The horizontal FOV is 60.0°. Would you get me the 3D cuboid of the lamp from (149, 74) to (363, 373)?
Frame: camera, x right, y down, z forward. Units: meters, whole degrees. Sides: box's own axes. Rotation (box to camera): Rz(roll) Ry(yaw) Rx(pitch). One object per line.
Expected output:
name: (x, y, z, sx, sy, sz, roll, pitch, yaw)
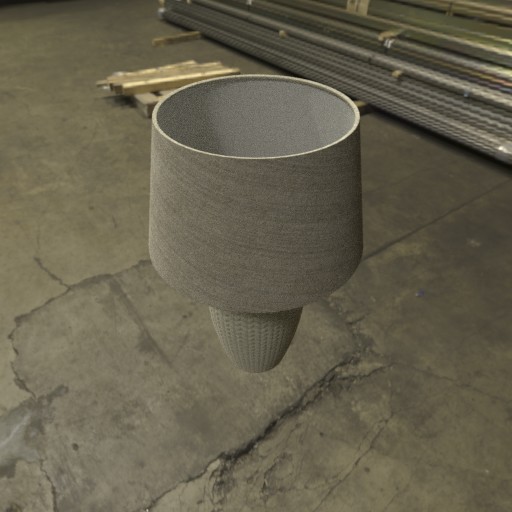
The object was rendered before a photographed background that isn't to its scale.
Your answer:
lamp: (0.000, 0.000, 0.853, 0.390, 0.580, 0.390, 0, 41, 0)
